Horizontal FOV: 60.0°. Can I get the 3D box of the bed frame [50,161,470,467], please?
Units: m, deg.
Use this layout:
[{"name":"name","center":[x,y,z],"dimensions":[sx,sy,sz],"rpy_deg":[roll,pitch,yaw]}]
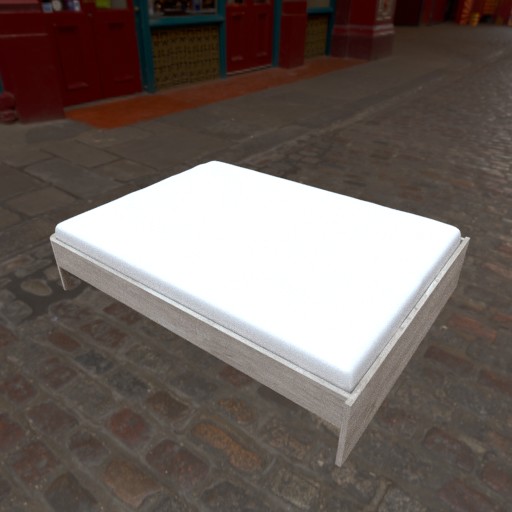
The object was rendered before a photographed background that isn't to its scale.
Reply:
[{"name":"bed frame","center":[0.000,0.000,2.597],"dimensions":[1.950,0.462,1.490],"rpy_deg":[22,38,31]}]
